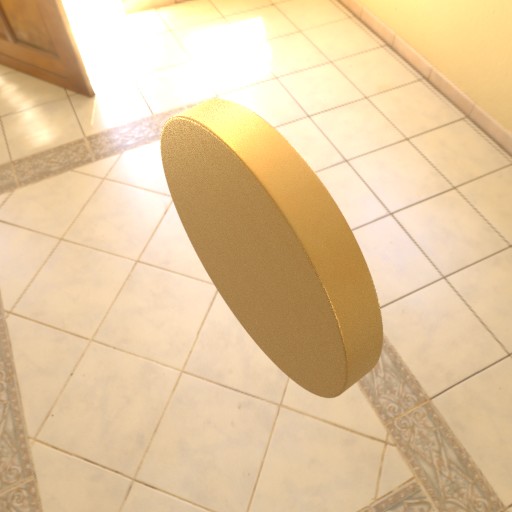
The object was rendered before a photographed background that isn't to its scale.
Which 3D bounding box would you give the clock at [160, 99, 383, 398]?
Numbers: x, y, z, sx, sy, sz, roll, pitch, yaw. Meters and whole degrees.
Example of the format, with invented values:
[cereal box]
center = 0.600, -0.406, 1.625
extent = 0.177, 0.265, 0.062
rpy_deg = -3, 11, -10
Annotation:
[clock]
center = 0.000, 0.000, 0.458
extent = 0.040, 0.314, 0.314
rpy_deg = -31, 62, -19
